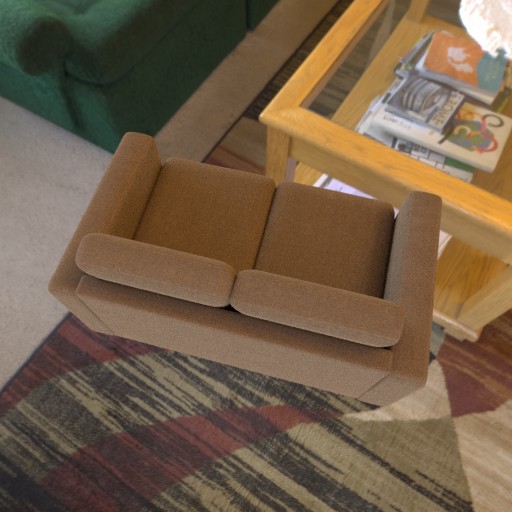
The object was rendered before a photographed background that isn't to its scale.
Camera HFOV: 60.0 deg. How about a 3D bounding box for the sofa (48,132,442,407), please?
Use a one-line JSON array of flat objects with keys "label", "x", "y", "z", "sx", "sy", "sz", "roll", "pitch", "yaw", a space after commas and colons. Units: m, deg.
[{"label": "sofa", "x": 0.000, "y": 0.000, "z": 2.027, "sx": 1.520, "sy": 0.800, "sz": 0.900, "roll": 13, "pitch": 64, "yaw": 6}]
